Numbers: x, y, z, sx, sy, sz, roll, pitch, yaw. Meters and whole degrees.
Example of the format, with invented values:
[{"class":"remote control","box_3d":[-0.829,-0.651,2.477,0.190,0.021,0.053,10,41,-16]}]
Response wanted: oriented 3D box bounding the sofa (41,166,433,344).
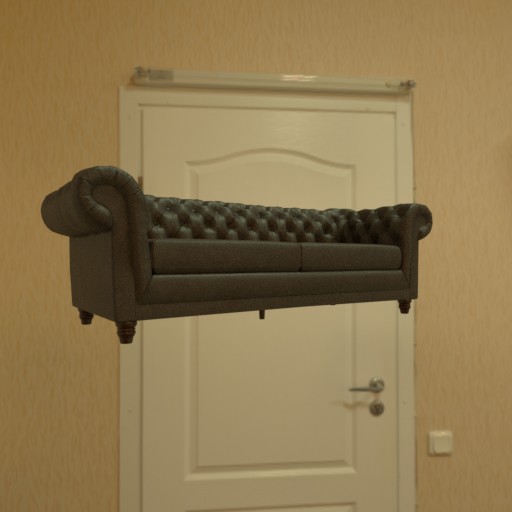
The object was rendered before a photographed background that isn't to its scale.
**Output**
[{"class":"sofa","box_3d":[0.000,0.000,2.803,2.385,0.783,0.944,0,-1,-34]}]
